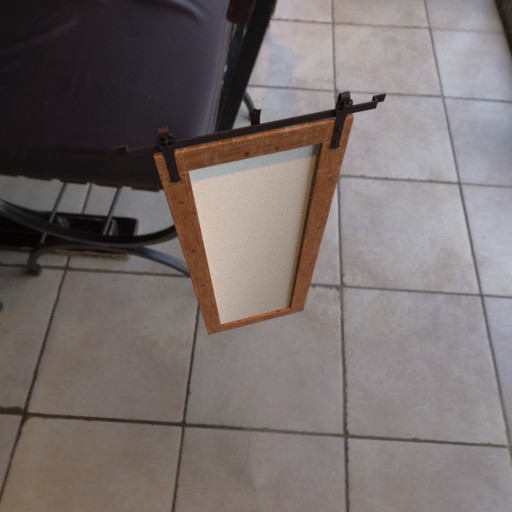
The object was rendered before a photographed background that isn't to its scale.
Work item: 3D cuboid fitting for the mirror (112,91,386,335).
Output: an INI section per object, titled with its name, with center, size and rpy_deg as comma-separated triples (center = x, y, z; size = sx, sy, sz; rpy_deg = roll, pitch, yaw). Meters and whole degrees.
[mirror]
center = 0.000, 0.000, 2.062
size = 0.847, 1.793, 0.042
rpy_deg = -13, 63, -7
